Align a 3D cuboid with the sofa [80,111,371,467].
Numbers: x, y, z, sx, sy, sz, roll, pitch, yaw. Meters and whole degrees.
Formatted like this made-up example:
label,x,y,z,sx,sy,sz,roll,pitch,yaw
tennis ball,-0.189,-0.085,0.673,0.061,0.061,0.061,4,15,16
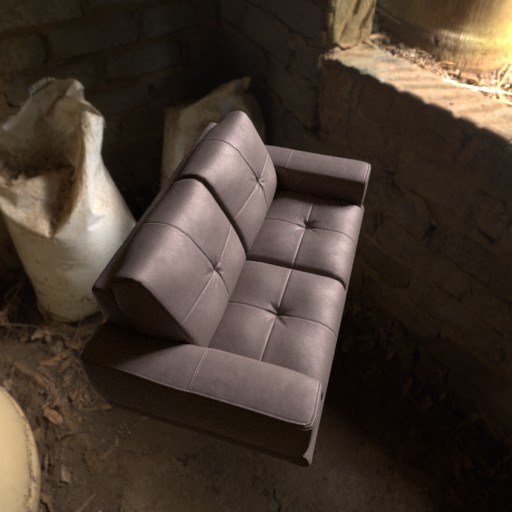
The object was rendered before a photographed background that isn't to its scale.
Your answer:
label,x,y,z,sx,sy,sz,roll,pitch,yaw
sofa,0.000,0.000,2.363,1.018,0.907,1.806,13,48,11
